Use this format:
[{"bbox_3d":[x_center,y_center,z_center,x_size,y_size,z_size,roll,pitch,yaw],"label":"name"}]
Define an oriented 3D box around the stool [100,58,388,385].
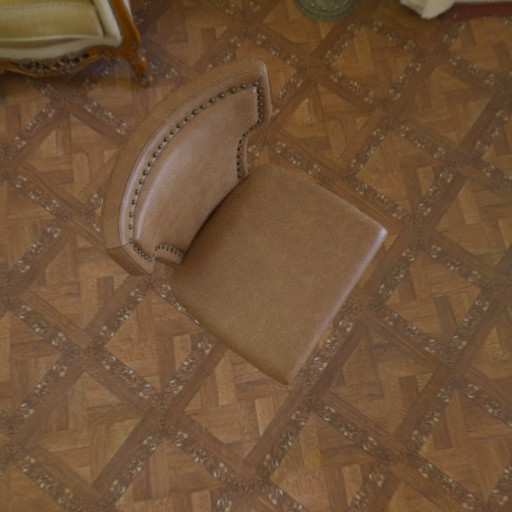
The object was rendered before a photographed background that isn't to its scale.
[{"bbox_3d":[0.000,0.000,1.311,0.563,0.982,0.526,34,78,8],"label":"stool"}]
